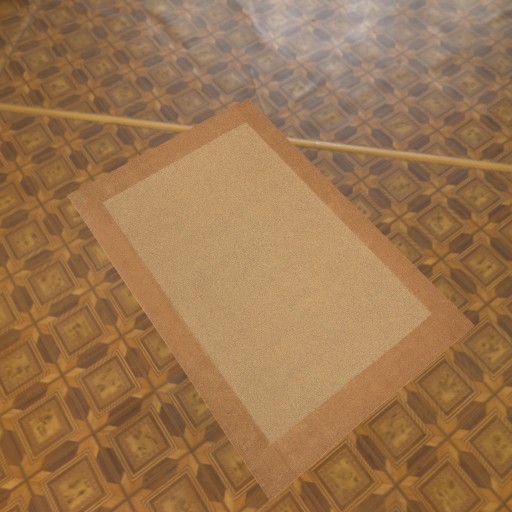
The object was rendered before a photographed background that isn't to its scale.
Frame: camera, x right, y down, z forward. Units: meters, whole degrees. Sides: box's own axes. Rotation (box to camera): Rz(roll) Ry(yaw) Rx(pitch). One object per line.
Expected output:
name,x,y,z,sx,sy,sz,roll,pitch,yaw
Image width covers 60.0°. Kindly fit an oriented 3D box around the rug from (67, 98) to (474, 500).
rug,0.000,0.000,2.265,1.219,0.014,1.829,-34,68,-16
